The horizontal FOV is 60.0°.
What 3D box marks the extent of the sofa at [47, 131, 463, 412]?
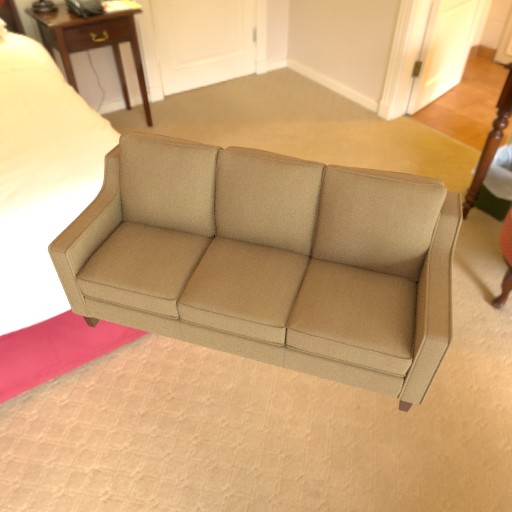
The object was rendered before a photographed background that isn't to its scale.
[{"bbox_3d":[0.000,0.000,2.468,1.986,0.974,0.911,12,44,13],"label":"sofa"}]
